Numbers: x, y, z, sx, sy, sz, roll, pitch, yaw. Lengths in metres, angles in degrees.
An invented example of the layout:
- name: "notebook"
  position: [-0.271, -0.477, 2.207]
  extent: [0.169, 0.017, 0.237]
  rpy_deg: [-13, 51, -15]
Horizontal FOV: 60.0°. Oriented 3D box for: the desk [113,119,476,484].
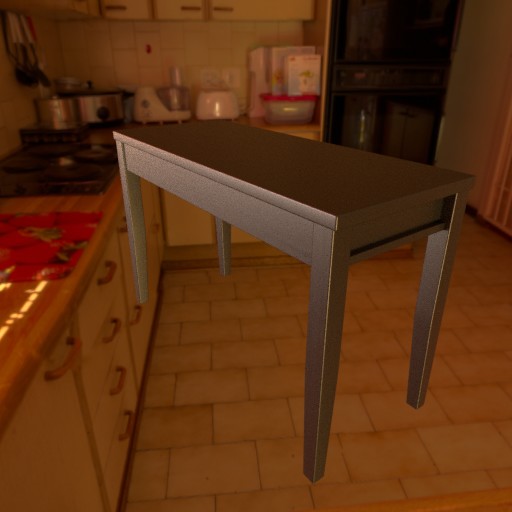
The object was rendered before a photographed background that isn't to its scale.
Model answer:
- name: "desk"
  position: [0.000, 0.000, 1.606]
  extent: [0.508, 0.775, 1.220]
  rpy_deg: [-17, 30, -32]
